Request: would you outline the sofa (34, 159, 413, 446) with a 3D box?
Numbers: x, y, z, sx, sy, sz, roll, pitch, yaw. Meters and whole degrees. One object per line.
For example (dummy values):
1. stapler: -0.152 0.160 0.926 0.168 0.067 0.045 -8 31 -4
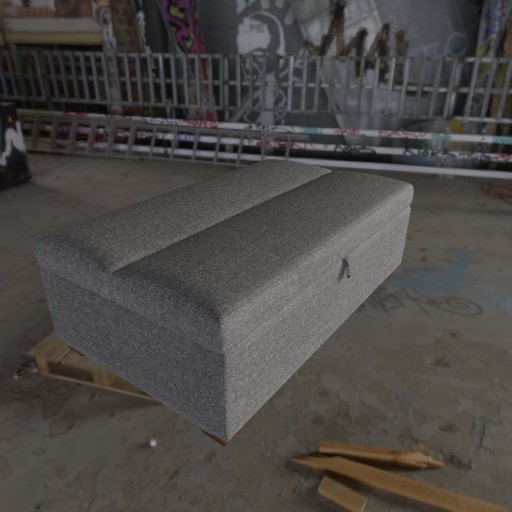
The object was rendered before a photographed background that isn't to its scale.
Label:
1. sofa: 0.000 0.000 1.616 0.782 0.417 1.198 18 31 32
